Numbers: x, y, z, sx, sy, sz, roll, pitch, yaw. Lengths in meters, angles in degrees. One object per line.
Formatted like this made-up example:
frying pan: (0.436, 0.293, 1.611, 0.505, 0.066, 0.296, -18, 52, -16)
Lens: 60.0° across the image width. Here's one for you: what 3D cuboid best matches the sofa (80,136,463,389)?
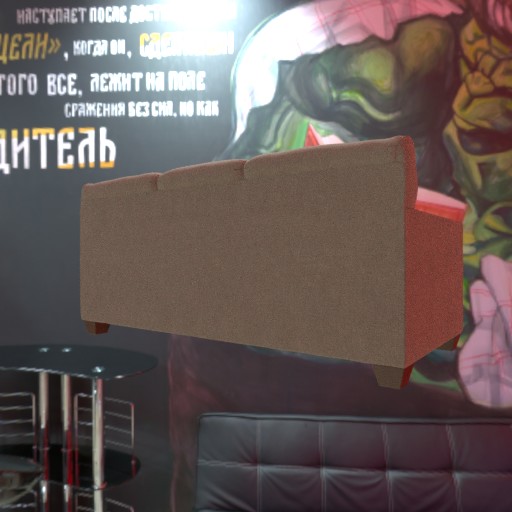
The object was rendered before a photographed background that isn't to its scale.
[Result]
sofa: (0.000, 0.000, 2.529, 2.024, 0.958, 0.997, 0, 0, 36)
